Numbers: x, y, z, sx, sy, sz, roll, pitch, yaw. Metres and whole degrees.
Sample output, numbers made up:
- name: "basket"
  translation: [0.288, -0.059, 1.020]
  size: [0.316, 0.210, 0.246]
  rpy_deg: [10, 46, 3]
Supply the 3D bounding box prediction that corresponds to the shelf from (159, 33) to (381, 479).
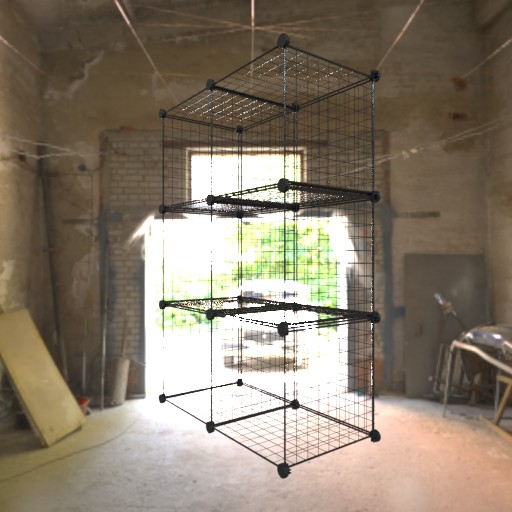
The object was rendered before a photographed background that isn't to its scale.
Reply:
- name: "shelf"
  translation: [0.000, 0.000, 1.441]
  size: [0.356, 1.067, 0.711]
  rpy_deg: [0, 0, -37]
